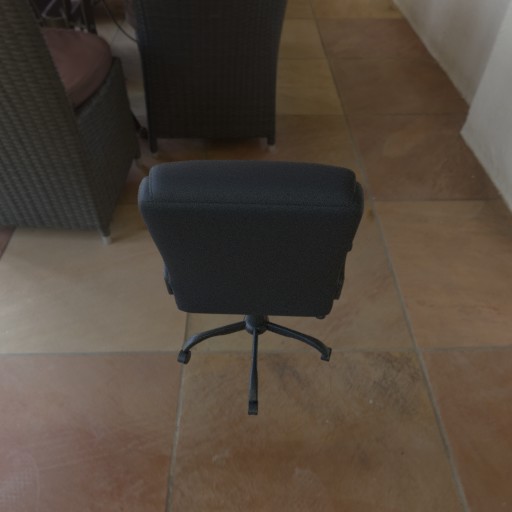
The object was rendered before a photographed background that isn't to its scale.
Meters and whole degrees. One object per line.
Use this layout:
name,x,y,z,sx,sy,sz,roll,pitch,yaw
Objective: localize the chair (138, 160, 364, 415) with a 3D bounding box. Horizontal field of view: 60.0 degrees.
chair,0.000,0.000,1.450,0.615,1.072,0.655,2,46,2
